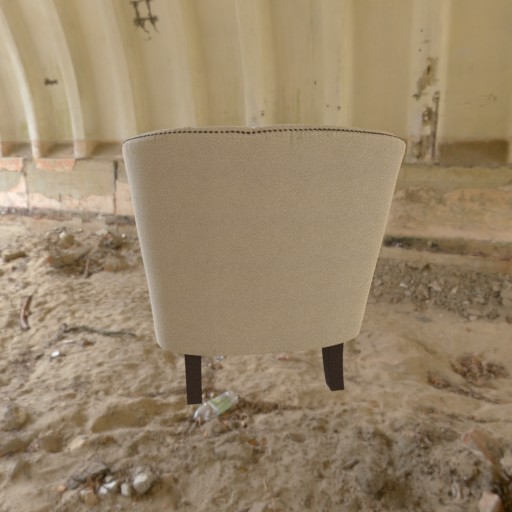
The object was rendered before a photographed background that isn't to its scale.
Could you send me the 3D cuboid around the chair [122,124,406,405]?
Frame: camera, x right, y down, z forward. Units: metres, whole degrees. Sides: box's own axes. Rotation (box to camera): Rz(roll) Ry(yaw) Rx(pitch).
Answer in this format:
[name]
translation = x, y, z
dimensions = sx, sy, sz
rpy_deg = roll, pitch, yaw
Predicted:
[chair]
translation = 0.000, 0.000, 1.611
dimensions = 0.848, 0.868, 0.906
rpy_deg = -2, 13, -10
